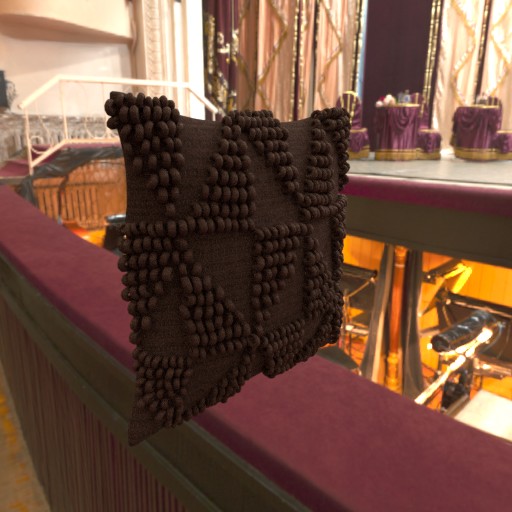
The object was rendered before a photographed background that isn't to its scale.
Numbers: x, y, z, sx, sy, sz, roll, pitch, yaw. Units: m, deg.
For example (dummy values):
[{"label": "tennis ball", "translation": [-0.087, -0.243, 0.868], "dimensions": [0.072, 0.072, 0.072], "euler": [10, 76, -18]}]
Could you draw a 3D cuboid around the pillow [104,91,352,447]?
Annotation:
[{"label": "pillow", "translation": [0.000, 0.000, 0.704], "dimensions": [0.470, 0.467, 0.172], "euler": [-14, 21, -42]}]
